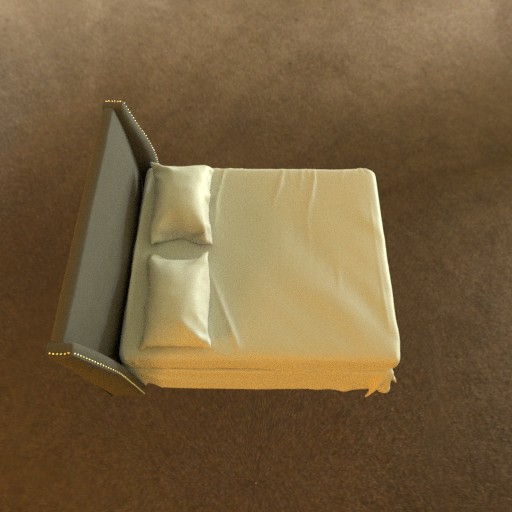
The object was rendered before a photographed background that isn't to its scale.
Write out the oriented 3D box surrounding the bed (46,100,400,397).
[{"bbox_3d":[0.000,0.000,3.383,2.276,1.332,1.925,1,63,0],"label":"bed"}]
